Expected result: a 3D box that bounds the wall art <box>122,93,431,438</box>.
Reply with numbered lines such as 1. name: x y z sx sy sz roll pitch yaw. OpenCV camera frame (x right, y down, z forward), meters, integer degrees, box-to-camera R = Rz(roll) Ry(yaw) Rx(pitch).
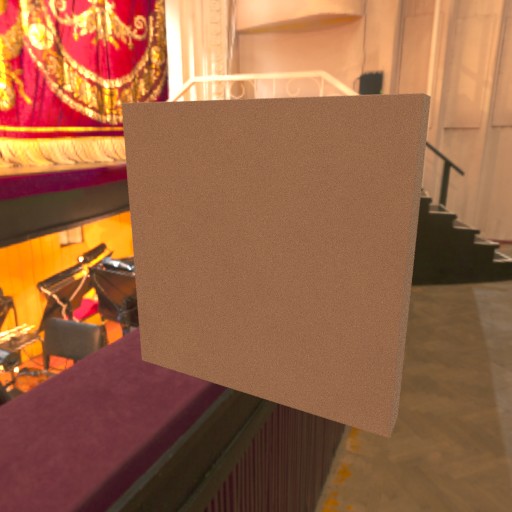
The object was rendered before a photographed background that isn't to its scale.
1. wall art: 0.000 0.000 0.459 0.305 0.305 0.038 9 18 27
